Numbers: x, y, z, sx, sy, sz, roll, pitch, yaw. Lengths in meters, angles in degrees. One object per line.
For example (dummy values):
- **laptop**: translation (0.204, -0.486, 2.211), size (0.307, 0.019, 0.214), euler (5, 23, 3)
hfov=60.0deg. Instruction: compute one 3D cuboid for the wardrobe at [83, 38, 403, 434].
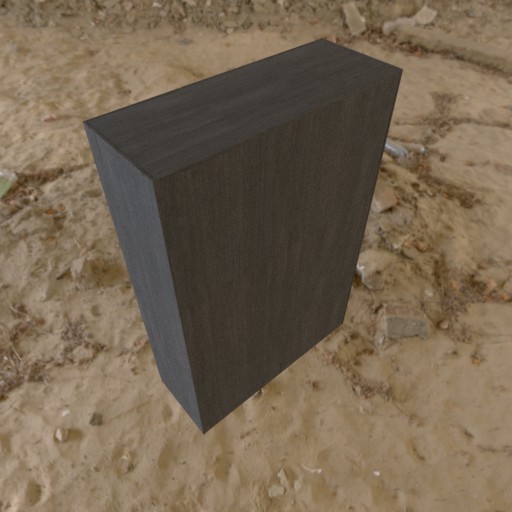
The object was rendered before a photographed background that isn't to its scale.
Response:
- **wardrobe**: translation (0.000, 0.000, 2.494), size (1.290, 1.910, 0.510), euler (-31, 53, -27)
